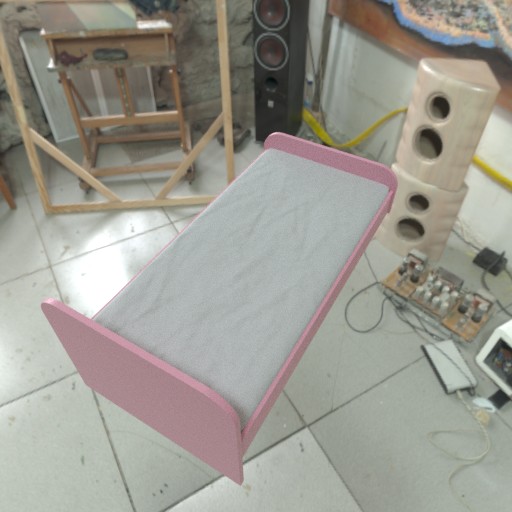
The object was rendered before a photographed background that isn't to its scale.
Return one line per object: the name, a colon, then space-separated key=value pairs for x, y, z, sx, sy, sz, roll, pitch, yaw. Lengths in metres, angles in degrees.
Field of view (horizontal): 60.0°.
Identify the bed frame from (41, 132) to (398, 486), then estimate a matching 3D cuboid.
bed frame: x=0.000 y=0.000 z=2.533 sx=0.998 sy=0.805 sz=1.963 roll=23 pitch=51 yaw=20
